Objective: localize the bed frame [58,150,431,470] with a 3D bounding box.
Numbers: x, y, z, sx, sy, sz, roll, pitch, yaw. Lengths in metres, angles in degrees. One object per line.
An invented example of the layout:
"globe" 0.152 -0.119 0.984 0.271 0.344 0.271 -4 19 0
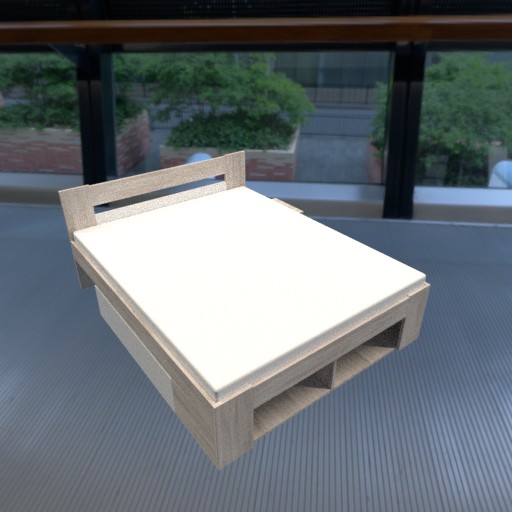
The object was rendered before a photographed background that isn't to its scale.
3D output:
"bed frame" 0.000 0.000 3.254 2.040 0.860 2.050 -21 36 -32
